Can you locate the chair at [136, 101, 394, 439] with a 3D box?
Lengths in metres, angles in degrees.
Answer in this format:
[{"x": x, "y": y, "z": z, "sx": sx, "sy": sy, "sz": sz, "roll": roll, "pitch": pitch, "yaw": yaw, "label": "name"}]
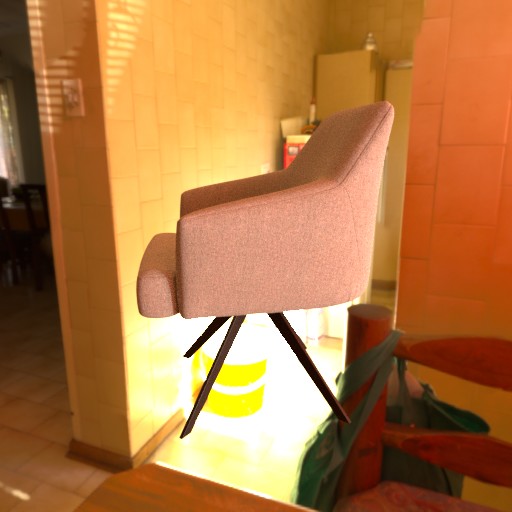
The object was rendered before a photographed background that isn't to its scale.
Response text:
[{"x": 0.000, "y": 0.000, "z": 1.356, "sx": 0.677, "sy": 0.874, "sz": 0.642, "roll": -2, "pitch": 14, "yaw": -8, "label": "chair"}]
